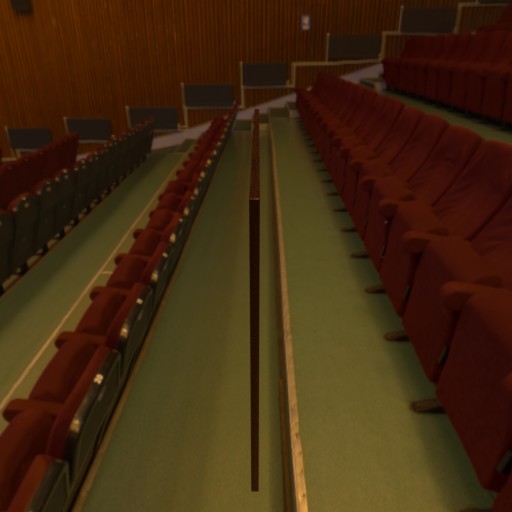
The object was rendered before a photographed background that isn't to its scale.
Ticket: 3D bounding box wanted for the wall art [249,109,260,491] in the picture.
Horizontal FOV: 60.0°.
[{"bbox_3d":[0.000,0.000,1.052,0.014,0.559,0.816,0,26,0],"label":"wall art"}]
